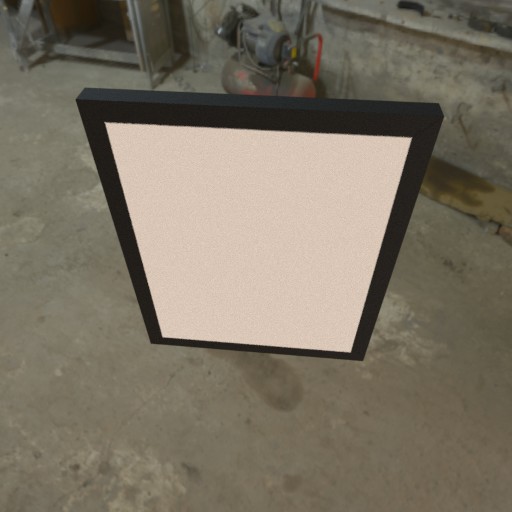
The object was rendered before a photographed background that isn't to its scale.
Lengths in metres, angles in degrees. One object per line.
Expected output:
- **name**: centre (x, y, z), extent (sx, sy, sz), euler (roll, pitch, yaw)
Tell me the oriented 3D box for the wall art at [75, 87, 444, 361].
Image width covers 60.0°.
- **wall art**: centre (0.000, 0.000, 0.547), extent (0.329, 0.404, 0.024), euler (4, 46, 4)
